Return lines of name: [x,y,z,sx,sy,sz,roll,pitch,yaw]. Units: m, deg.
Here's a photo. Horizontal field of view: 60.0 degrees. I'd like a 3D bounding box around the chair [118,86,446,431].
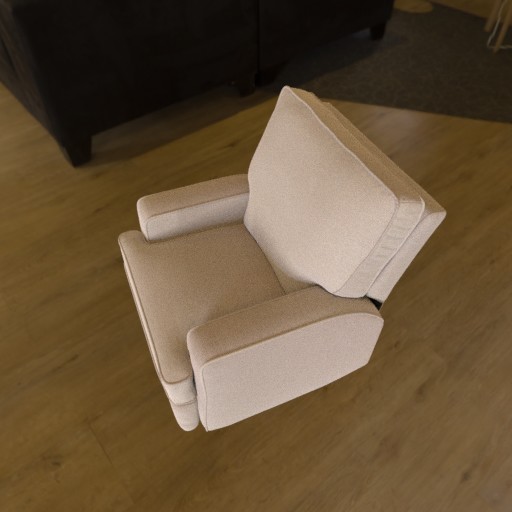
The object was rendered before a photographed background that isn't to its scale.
chair: [0.000,0.000,1.722,0.969,0.964,0.861,-18,50,-16]
